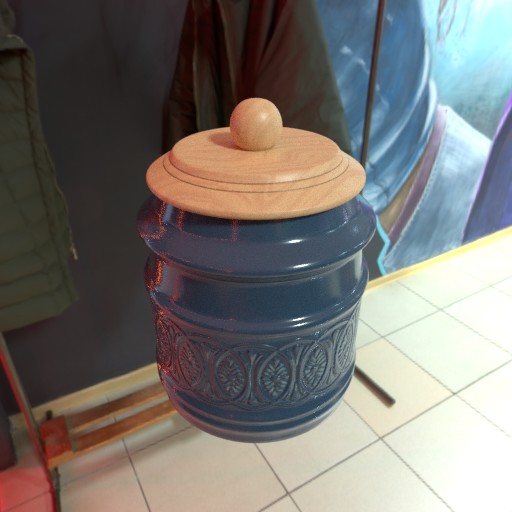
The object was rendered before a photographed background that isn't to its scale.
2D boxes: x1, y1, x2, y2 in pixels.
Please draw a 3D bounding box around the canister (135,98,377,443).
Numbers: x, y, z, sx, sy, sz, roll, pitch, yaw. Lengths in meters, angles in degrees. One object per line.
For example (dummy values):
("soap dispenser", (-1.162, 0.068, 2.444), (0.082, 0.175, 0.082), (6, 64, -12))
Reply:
("canister", (0.000, 0.000, 0.259), (0.130, 0.176, 0.130), (0, 30, 0))
